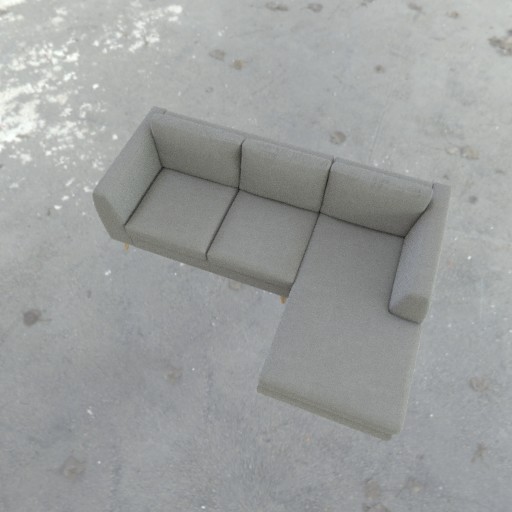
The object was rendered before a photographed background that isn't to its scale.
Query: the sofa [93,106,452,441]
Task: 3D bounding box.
[{"bbox_3d":[0.000,0.000,2.996,2.300,0.860,1.580,18,61,10],"label":"sofa"}]
